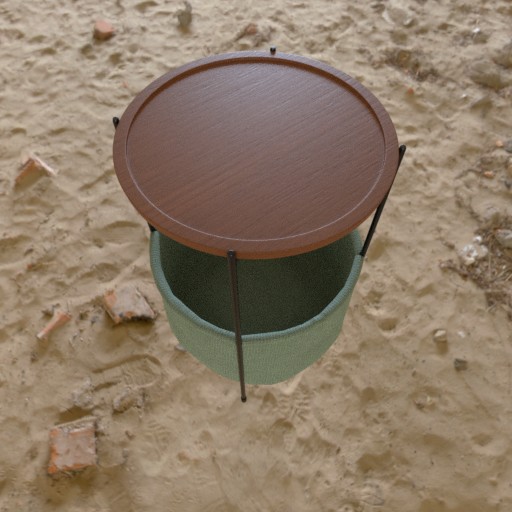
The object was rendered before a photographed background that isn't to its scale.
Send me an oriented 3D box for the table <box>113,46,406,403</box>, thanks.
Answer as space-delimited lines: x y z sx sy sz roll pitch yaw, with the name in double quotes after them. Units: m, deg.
0.000 0.000 0.864 0.400 0.623 0.400 -32 63 -19 "table"
